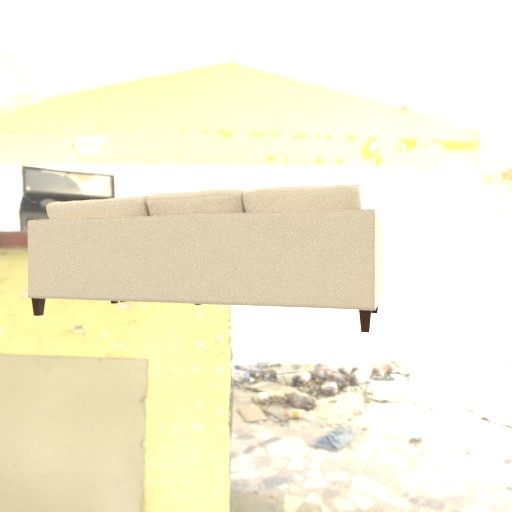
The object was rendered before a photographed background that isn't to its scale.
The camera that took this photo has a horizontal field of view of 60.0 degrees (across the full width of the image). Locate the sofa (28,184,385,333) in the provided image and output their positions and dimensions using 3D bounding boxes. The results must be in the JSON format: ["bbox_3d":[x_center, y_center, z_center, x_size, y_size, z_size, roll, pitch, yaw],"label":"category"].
[{"bbox_3d":[0.000,0.000,4.286,2.432,0.863,3.182,0,0,18],"label":"sofa"}]
